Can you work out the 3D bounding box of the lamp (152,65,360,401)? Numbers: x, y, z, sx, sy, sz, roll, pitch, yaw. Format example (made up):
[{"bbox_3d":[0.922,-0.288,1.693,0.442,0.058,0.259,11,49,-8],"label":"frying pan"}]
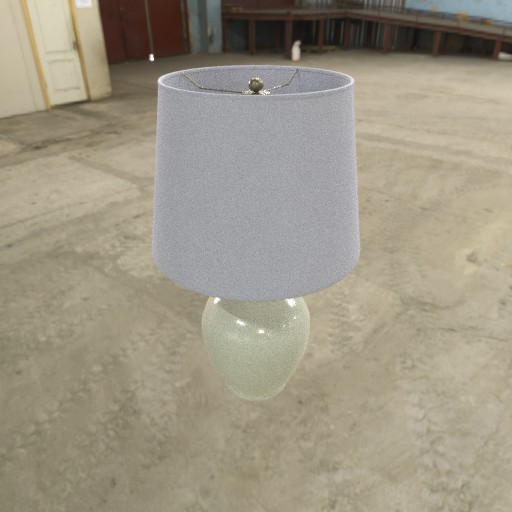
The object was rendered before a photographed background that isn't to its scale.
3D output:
[{"bbox_3d":[0.000,0.000,0.530,0.239,0.399,0.239,0,30,0],"label":"lamp"}]
